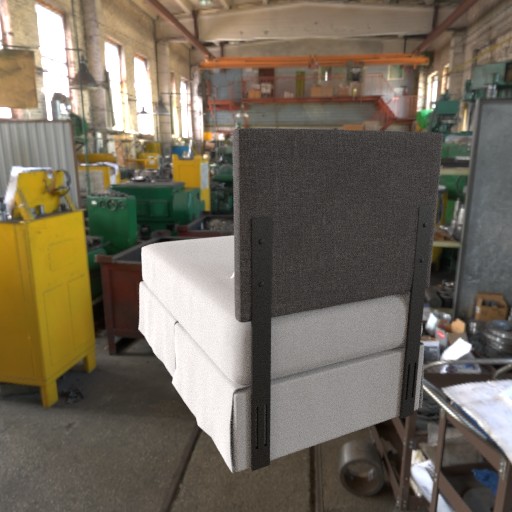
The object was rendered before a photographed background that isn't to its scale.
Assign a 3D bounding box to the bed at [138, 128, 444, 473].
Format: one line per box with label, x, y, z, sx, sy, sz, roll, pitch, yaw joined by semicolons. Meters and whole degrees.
bed;0.000;0.000;3.002;1.261;1.571;1.997;-7;15;-26
